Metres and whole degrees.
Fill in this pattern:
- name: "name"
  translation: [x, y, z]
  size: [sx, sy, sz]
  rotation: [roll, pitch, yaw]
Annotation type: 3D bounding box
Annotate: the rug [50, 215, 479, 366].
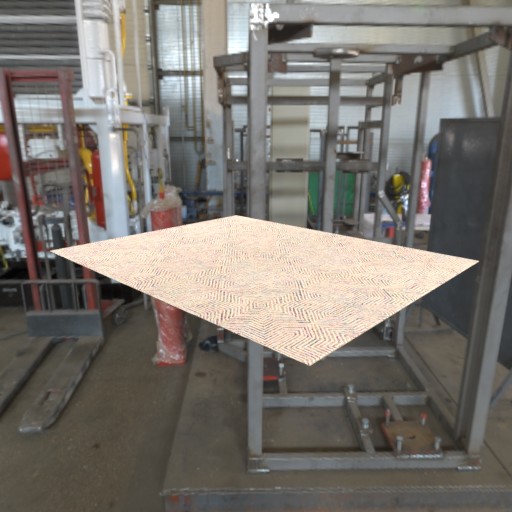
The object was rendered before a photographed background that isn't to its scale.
- name: "rug"
  translation: [0.000, 0.000, 4.025]
  size: [3.046, 0.008, 2.442]
  rotation: [15, 22, 41]
